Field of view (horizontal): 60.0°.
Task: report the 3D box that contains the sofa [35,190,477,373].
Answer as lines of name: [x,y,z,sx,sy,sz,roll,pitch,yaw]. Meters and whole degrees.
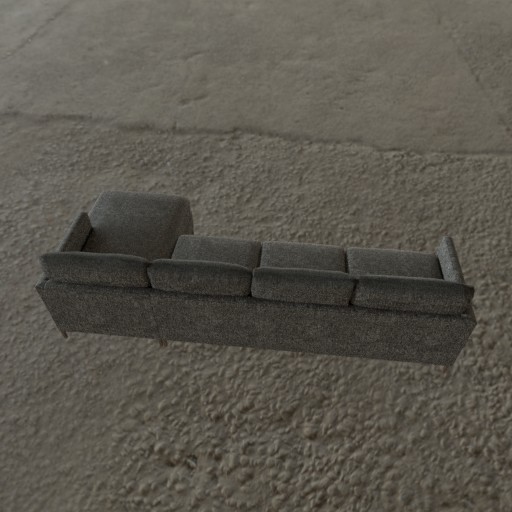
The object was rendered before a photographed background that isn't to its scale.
sofa: [0.000,0.000,4.010,3.384,0.970,1.488,4,46,4]
